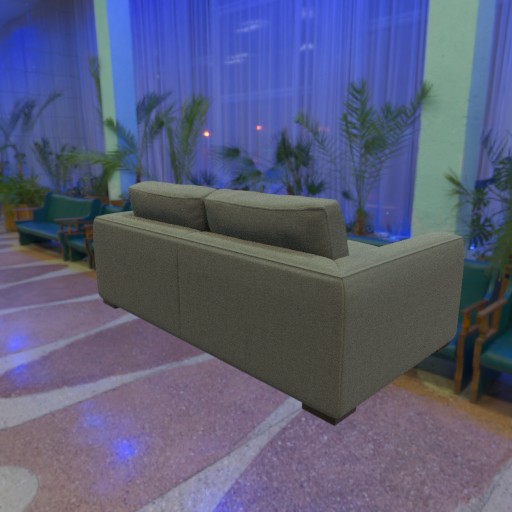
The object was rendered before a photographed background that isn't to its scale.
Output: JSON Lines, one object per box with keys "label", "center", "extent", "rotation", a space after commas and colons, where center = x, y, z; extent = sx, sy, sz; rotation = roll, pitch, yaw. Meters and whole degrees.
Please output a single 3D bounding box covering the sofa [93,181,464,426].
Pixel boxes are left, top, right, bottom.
{"label": "sofa", "center": [0.000, 0.000, 2.504], "extent": [1.069, 0.800, 1.920], "rotation": [-13, 19, -43]}
